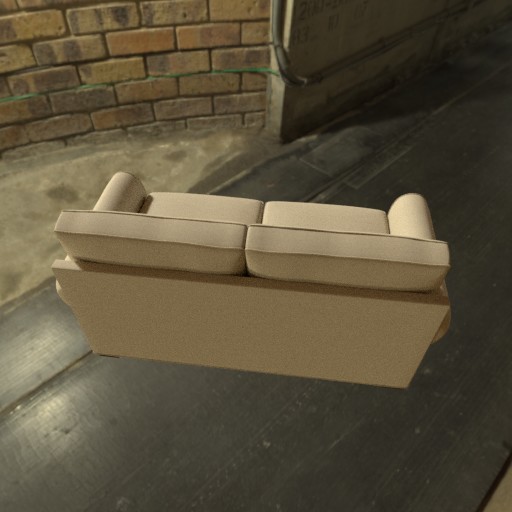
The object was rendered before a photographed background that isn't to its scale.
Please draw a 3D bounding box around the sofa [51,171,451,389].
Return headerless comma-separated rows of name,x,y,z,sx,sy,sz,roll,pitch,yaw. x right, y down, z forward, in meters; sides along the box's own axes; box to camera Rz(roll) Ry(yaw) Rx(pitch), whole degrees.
sofa,0.000,0.000,2.260,1.774,0.933,0.861,5,47,5
